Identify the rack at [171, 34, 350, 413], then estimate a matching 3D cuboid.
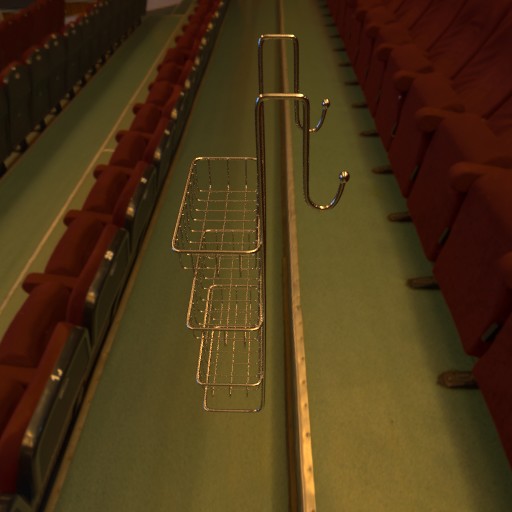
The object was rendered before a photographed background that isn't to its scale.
[{"bbox_3d":[0.000,0.000,0.675,0.202,0.574,0.228,1,41,1],"label":"rack"}]
